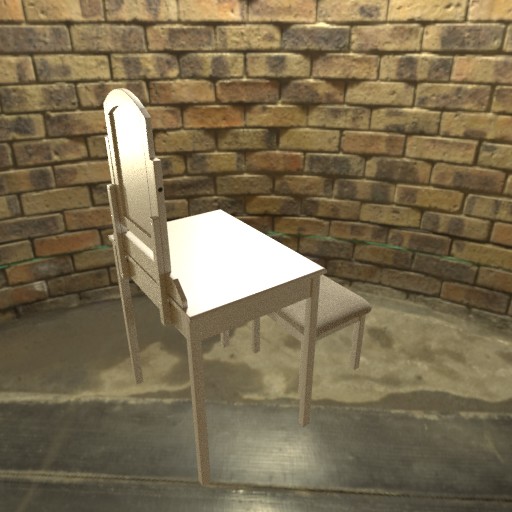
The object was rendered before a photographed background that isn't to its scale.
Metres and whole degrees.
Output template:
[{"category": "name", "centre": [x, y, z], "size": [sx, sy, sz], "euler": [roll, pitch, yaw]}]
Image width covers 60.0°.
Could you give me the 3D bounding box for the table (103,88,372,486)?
[{"category": "table", "centre": [0.000, 0.000, 2.205], "size": [1.211, 1.631, 0.876], "euler": [-17, 31, -31]}]
